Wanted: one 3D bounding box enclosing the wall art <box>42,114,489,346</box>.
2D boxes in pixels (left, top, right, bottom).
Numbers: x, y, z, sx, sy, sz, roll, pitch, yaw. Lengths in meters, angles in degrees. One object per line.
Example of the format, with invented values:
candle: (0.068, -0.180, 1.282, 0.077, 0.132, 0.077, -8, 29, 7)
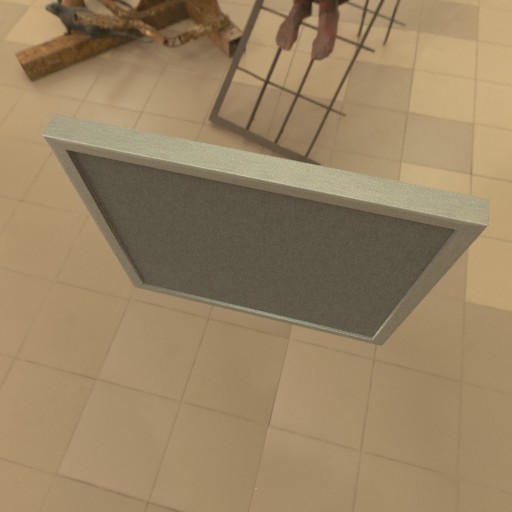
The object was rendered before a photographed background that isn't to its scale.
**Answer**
wall art: (0.000, 0.000, 0.518, 0.380, 0.330, 0.028, 13, 63, 7)
